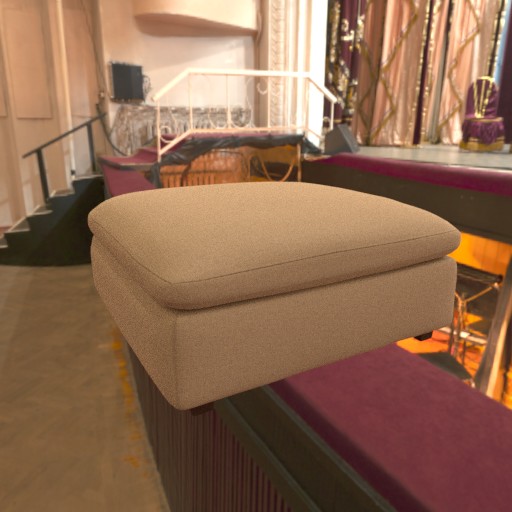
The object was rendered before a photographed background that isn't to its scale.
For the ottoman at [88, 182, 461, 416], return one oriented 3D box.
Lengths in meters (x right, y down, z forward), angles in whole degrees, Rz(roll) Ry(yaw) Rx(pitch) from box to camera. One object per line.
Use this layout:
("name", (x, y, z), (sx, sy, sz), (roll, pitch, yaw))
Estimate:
("ottoman", (0.000, 0.000, 1.566), (0.996, 0.467, 0.977), (-9, 19, -28))
